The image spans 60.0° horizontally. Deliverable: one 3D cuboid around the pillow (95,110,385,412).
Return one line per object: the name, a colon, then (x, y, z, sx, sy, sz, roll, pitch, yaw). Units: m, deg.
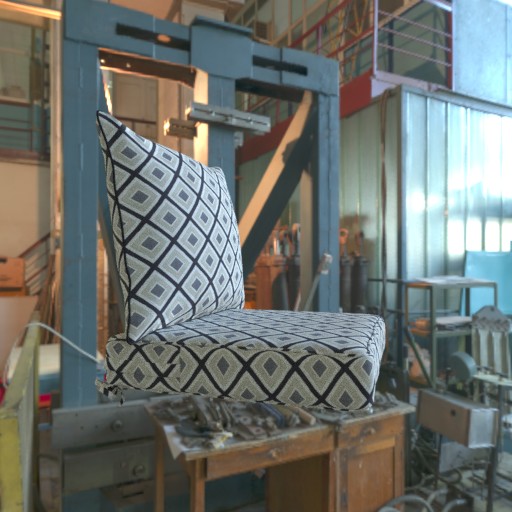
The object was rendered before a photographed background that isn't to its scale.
pillow: (0.000, 0.000, 1.346, 0.733, 0.722, 0.798, 0, 0, 18)
